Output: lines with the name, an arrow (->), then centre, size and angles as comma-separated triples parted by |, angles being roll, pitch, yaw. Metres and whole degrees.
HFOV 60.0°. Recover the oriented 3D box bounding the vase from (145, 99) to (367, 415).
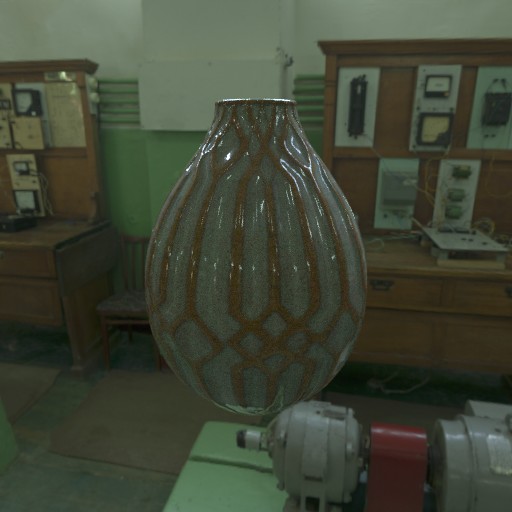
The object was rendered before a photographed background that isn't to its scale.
vase -> 0.000, 0.000, 0.264 | 0.131, 0.175, 0.131 | 0, 17, 0
